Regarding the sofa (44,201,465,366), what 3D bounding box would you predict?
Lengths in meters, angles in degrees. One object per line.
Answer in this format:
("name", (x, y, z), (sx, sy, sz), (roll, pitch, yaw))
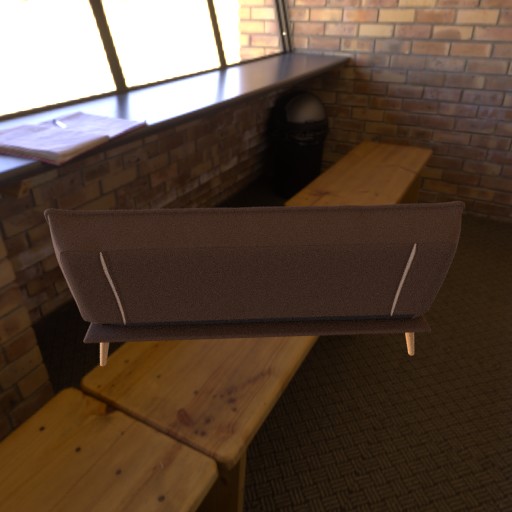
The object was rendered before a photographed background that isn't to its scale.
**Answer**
("sofa", (0.000, 0.000, 2.505), (1.940, 0.890, 0.950), (-1, 30, -2))
